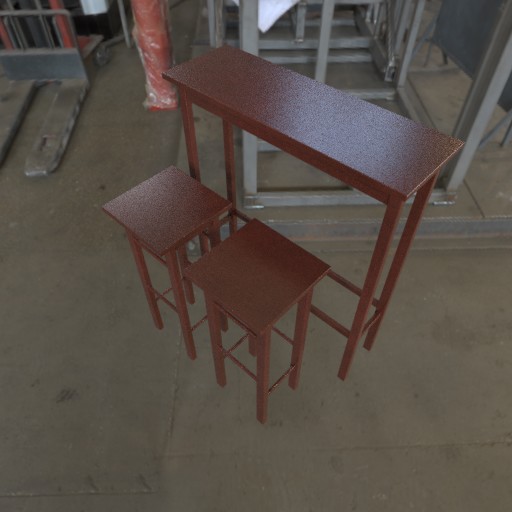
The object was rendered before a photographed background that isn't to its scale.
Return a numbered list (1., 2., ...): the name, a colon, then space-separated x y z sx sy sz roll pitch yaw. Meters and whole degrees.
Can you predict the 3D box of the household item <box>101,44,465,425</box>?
1. household item: 0.000 0.000 1.638 0.914 1.067 0.676 35 57 27
